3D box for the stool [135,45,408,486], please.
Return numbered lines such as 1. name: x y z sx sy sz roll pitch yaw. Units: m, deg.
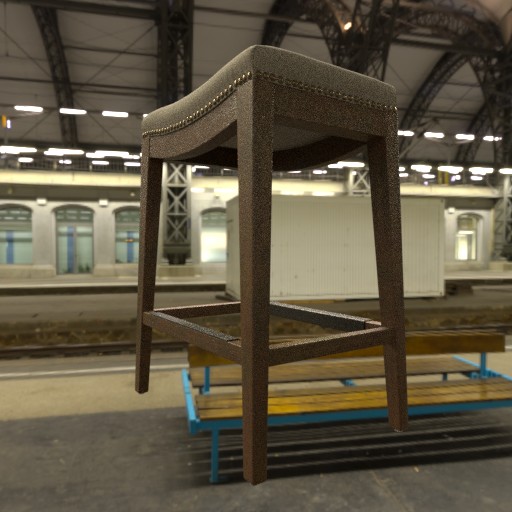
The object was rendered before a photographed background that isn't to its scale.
1. stool: 0.000 0.000 0.941 0.356 0.660 0.508 -1 2 -34
